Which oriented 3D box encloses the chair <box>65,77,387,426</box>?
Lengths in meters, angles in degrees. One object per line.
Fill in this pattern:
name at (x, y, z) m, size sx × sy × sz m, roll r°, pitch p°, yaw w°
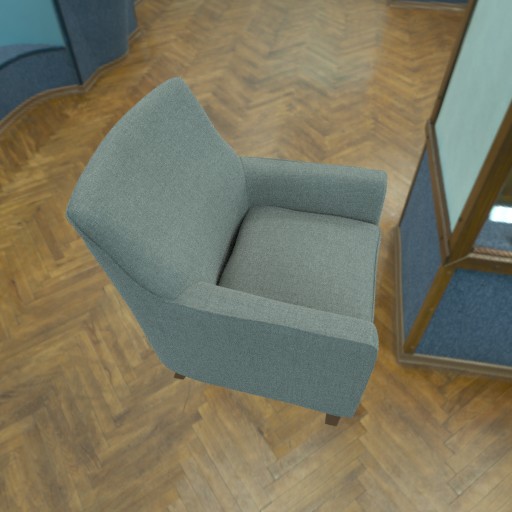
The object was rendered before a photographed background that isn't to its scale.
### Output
chair at (0.000, 0.000, 1.784) m, size 0.993 × 1.047 × 0.887 m, roll 10°, pitch 48°, yaw 9°
